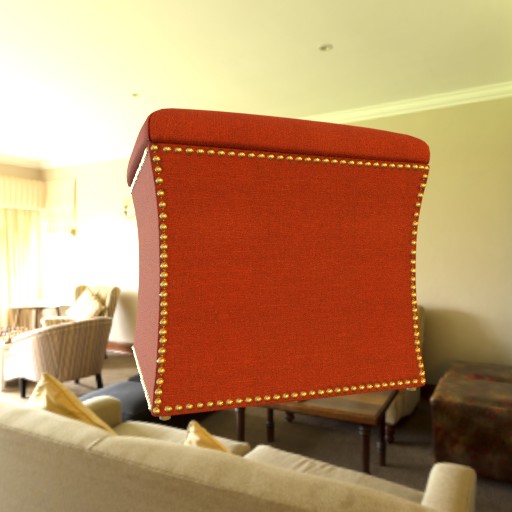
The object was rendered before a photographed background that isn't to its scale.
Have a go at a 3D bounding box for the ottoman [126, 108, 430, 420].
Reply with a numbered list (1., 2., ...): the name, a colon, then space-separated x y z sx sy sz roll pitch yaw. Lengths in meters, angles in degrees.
1. ottoman: 0.000 0.000 0.922 0.507 0.475 0.497 0 0 -19
